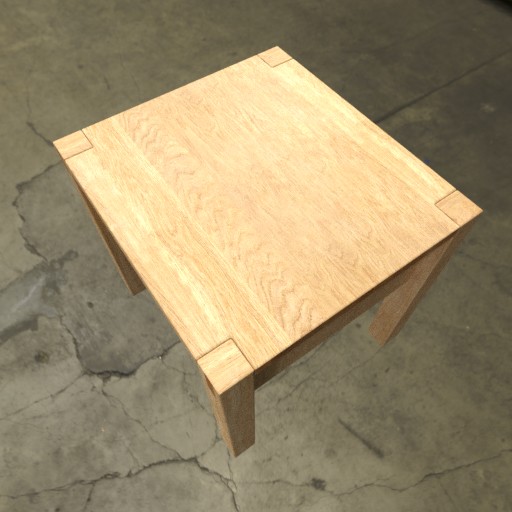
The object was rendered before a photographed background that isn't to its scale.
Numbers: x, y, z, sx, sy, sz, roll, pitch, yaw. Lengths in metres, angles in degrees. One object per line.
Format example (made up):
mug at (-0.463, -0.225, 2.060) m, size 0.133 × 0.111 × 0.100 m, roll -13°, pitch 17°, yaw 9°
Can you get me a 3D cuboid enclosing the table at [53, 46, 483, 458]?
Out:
table at (0.000, 0.000, 0.844) m, size 0.440 × 0.450 × 0.480 m, roll -31°, pitch 63°, yaw -18°
